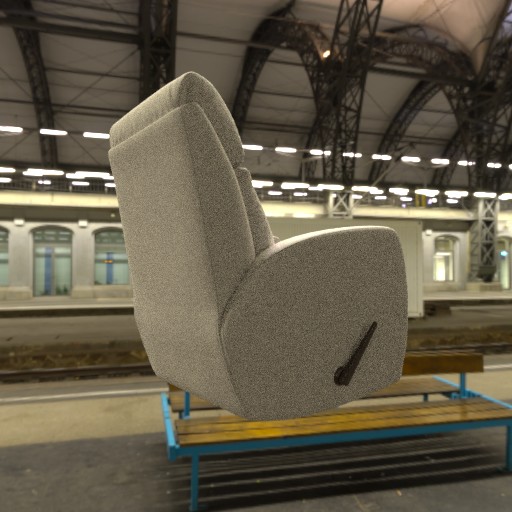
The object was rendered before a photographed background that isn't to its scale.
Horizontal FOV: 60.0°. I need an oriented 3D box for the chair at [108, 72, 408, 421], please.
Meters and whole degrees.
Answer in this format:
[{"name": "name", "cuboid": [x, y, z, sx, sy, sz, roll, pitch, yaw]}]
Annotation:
[{"name": "chair", "cuboid": [0.000, 0.000, 1.663, 0.941, 1.015, 0.812, 1, -1, -37]}]
